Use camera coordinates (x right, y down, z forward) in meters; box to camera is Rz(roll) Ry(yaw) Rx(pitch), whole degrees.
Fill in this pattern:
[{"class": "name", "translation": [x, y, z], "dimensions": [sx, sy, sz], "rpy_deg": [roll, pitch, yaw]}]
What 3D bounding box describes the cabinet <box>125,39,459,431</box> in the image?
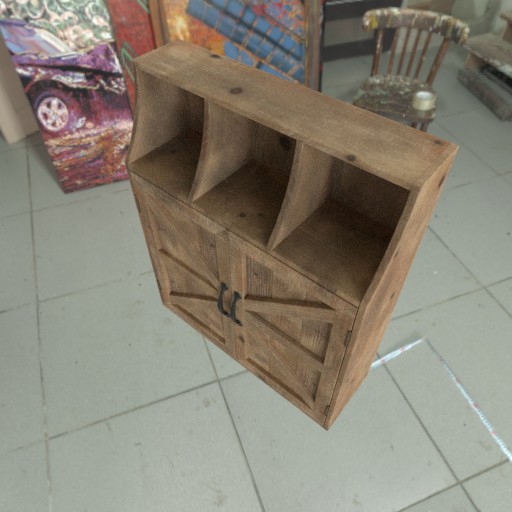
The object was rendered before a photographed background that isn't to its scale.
[{"class": "cabinet", "translation": [0.000, 0.000, 0.814], "dimensions": [0.489, 0.590, 0.184], "rpy_deg": [32, 55, 25]}]
